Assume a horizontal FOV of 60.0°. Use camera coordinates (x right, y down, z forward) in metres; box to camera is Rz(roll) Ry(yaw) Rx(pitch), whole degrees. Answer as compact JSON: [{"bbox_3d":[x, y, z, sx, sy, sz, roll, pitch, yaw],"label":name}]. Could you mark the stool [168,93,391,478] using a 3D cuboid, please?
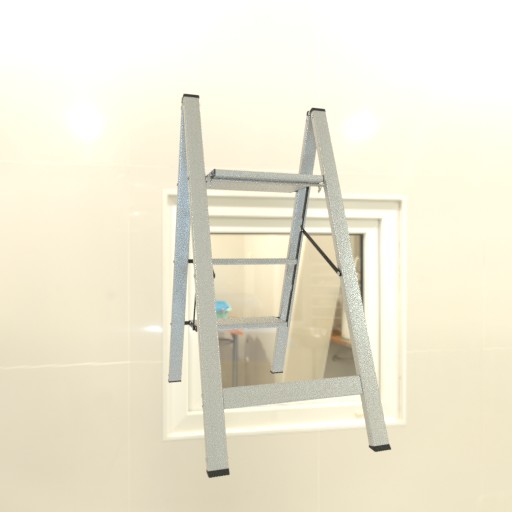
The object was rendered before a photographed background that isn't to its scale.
[{"bbox_3d":[0.000,0.000,1.316,0.441,0.902,0.730,0,0,-18],"label":"stool"}]
